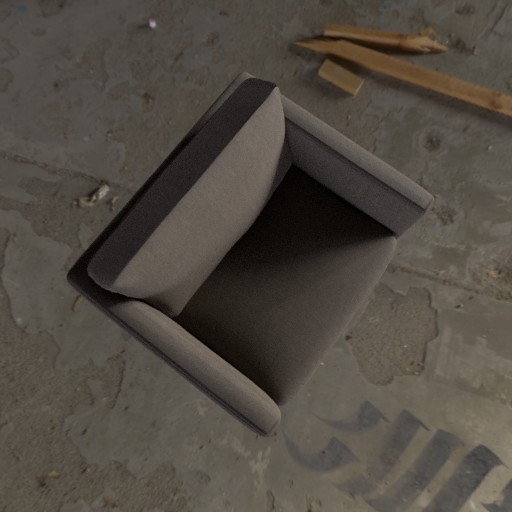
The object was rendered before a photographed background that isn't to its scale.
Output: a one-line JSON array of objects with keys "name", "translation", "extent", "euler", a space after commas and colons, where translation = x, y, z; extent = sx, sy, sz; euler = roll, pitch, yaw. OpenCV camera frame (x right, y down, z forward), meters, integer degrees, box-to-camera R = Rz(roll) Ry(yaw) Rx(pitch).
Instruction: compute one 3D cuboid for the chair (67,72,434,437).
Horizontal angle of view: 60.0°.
[{"name": "chair", "translation": [0.000, 0.000, 1.888], "extent": [0.959, 0.963, 1.107], "euler": [36, 79, 8]}]
